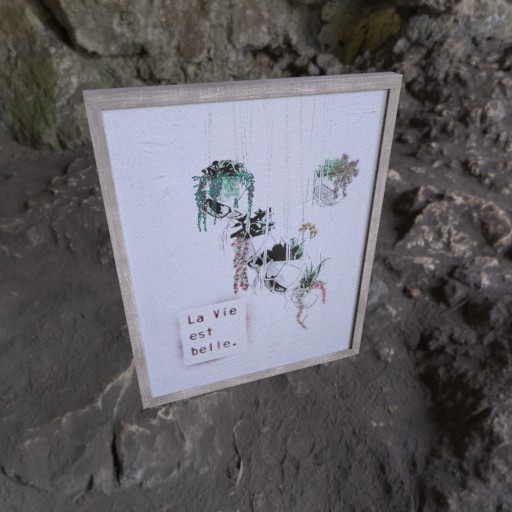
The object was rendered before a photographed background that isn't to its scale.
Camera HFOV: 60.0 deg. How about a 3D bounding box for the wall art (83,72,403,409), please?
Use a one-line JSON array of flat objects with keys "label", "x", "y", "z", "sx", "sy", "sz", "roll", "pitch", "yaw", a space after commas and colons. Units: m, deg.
[{"label": "wall art", "x": 0.000, "y": 0.000, "z": 0.703, "sx": 0.421, "sy": 0.521, "sz": 0.032, "roll": -10, "pitch": 33, "yaw": -16}]
